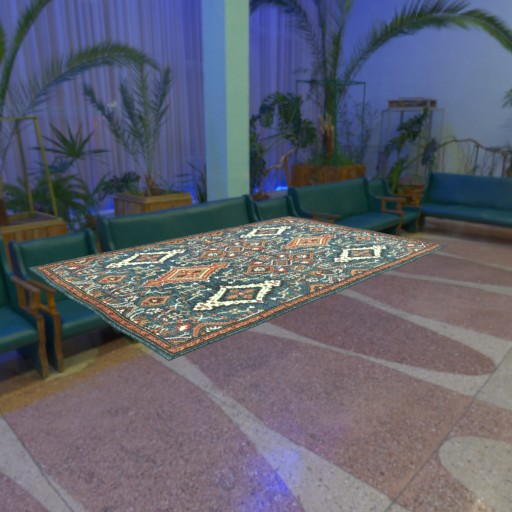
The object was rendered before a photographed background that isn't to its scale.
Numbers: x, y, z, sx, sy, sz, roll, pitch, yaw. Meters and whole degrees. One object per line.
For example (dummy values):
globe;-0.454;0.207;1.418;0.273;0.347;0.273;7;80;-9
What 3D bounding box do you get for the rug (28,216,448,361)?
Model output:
rug;0.000;0.000;4.145;3.371;0.008;2.190;-15;22;-42
